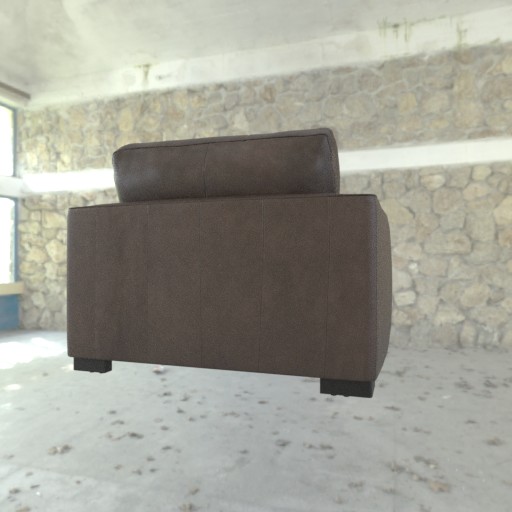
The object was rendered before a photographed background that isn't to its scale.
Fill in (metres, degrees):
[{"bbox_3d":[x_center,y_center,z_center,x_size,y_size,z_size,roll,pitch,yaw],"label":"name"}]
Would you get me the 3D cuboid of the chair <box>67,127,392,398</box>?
[{"bbox_3d":[0.000,0.000,1.875,1.100,0.812,1.069,0,-1,18],"label":"chair"}]
